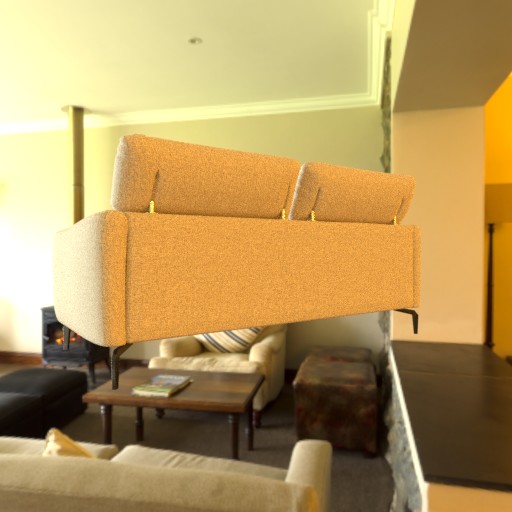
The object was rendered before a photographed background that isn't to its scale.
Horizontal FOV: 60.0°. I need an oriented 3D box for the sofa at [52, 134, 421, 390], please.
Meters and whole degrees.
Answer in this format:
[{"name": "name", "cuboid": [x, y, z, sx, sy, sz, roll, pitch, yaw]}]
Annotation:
[{"name": "sofa", "cuboid": [0.000, 0.000, 2.482, 2.015, 0.956, 0.856, -1, 1, -35]}]
